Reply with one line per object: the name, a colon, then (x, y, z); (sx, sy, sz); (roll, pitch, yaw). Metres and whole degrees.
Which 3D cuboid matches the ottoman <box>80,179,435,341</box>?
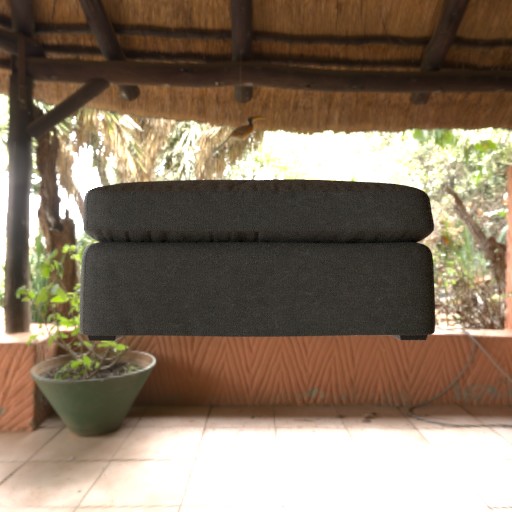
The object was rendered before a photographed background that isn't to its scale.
ottoman: (0.000, 0.000, 1.591); (0.840, 0.429, 1.199); (0, -2, -1)
